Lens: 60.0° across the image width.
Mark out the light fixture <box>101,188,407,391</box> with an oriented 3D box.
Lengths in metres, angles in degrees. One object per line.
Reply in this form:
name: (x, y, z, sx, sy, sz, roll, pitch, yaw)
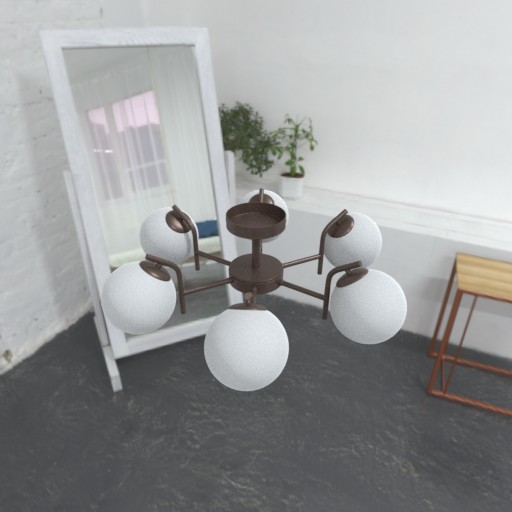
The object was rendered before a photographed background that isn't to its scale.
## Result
light fixture: (0.000, 0.000, 0.967, 0.662, 0.201, 0.662, 0, 31, 0)
